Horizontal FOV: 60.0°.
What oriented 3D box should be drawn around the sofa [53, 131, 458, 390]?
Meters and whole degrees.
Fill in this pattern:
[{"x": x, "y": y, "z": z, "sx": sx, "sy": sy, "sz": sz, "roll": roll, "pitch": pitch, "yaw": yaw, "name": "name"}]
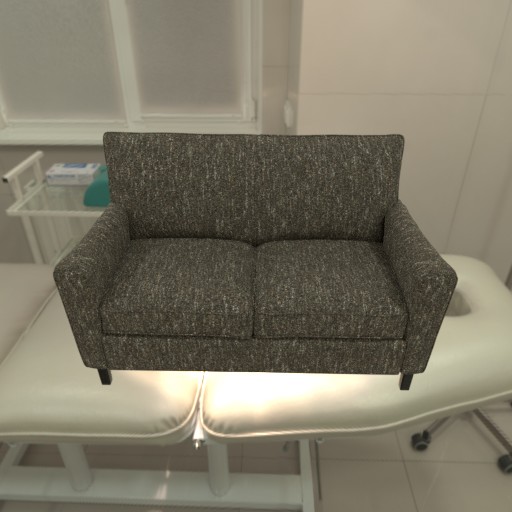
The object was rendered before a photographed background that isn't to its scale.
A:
[{"x": 0.000, "y": 0.000, "z": 2.055, "sx": 1.519, "sy": 0.946, "sz": 0.801, "roll": 1, "pitch": 32, "yaw": 1, "name": "sofa"}]
